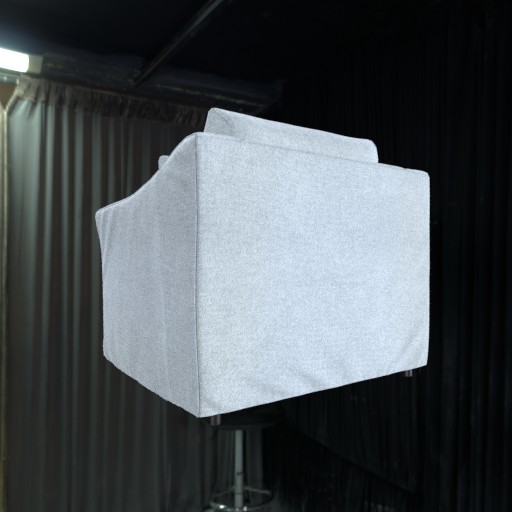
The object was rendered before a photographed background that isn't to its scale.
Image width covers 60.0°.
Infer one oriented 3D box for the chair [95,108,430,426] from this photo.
[{"bbox_3d":[0.000,0.000,2.062,1.194,1.059,1.071,0,0,-35],"label":"chair"}]
